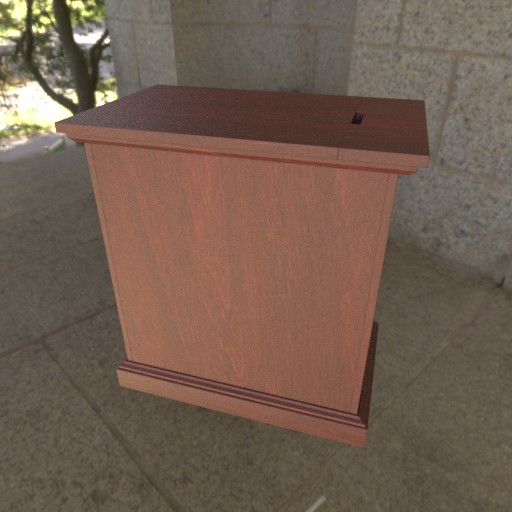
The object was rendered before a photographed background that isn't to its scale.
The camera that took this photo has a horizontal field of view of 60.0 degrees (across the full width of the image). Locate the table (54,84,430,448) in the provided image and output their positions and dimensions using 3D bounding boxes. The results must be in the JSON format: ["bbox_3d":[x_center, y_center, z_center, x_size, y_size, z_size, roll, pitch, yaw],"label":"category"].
[{"bbox_3d":[0.000,0.000,0.956,0.584,0.612,0.356,9,32,15],"label":"table"}]
